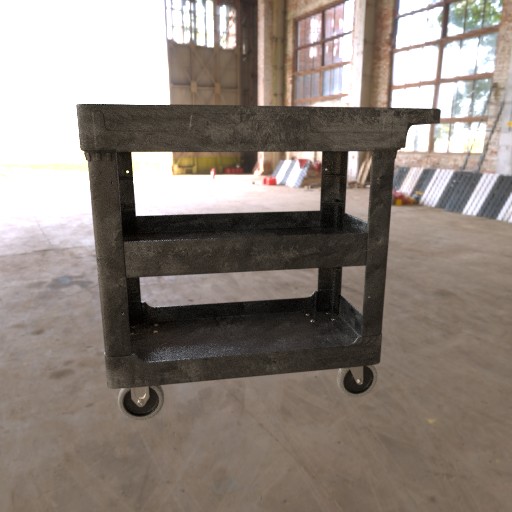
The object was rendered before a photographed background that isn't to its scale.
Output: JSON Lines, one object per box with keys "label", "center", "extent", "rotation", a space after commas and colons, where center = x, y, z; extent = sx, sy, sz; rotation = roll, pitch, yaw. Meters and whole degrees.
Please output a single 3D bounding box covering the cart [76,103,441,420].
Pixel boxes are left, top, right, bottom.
{"label": "cart", "center": [0.000, 0.000, 1.327], "extent": [0.877, 0.824, 0.420], "rotation": [-3, 15, -10]}
